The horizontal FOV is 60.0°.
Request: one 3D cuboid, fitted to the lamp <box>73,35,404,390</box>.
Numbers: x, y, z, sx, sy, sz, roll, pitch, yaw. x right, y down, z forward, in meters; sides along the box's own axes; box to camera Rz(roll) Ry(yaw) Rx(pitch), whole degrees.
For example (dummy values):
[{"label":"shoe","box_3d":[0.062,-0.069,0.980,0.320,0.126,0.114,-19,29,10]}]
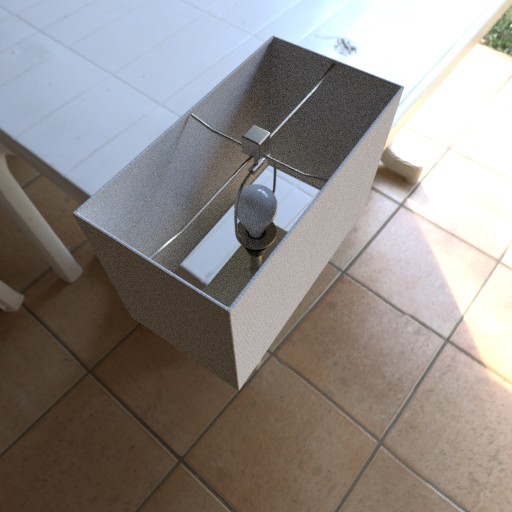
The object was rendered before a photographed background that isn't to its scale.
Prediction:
[{"label":"lamp","box_3d":[0.000,0.000,0.716,0.200,0.515,0.380,30,63,17]}]
